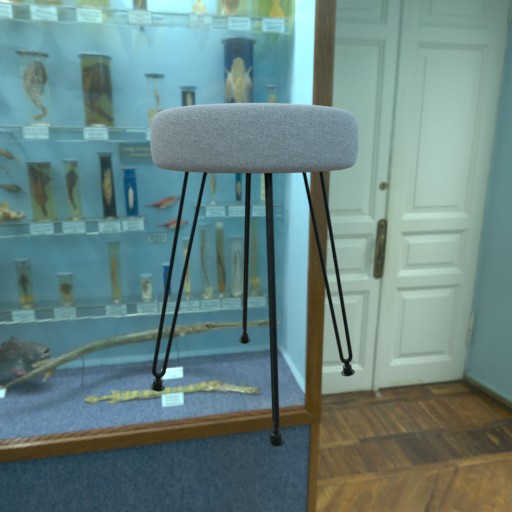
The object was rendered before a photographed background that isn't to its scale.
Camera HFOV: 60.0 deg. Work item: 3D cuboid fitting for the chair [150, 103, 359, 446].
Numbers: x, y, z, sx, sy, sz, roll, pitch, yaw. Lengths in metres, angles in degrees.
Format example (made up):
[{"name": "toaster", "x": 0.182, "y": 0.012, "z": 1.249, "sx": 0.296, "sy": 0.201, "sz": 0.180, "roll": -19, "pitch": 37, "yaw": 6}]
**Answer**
[{"name": "chair", "x": 0.000, "y": 0.000, "z": 0.697, "sx": 0.350, "sy": 0.440, "sz": 0.350, "roll": -2, "pitch": 14, "yaw": -9}]
